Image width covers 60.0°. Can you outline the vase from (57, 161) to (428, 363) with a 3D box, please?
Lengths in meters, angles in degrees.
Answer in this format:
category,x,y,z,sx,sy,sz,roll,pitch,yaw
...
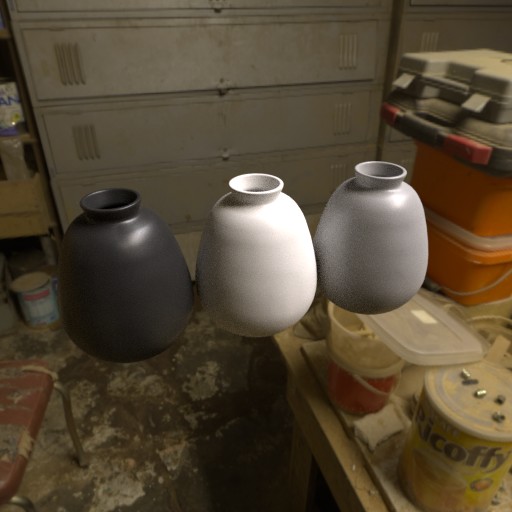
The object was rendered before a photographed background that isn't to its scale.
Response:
category,x,y,z,sx,sy,sz,roll,pitch,yaw
vase,0.000,0.000,0.348,0.297,0.122,0.097,-9,32,-14
